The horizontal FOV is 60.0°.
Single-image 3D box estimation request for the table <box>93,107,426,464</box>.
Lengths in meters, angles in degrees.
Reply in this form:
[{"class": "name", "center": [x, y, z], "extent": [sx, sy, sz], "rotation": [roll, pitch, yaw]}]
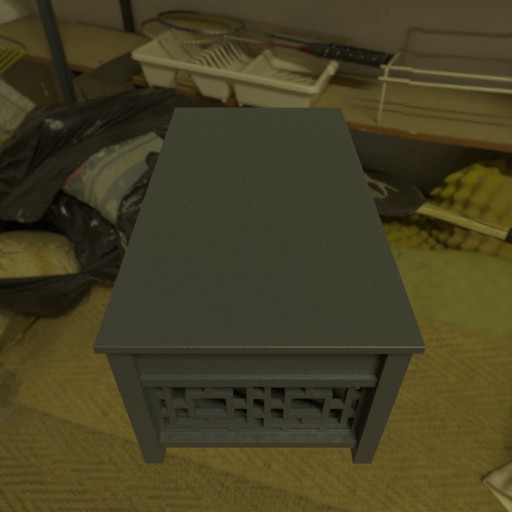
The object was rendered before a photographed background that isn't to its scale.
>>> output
[{"class": "table", "center": [0.000, 0.000, 1.360], "extent": [0.612, 0.493, 1.068], "rotation": [0, 41, 0]}]
